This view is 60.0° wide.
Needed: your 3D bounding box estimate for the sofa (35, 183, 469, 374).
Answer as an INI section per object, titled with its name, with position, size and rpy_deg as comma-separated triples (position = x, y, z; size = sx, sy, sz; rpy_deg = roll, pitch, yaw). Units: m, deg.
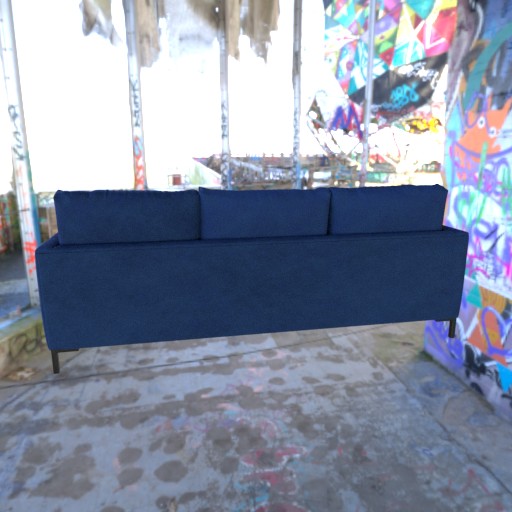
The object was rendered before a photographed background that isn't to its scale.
[sofa]
position = 0.000, 0.000, 2.667
size = 2.252, 0.879, 0.875
rpy_deg = -3, 14, -11
